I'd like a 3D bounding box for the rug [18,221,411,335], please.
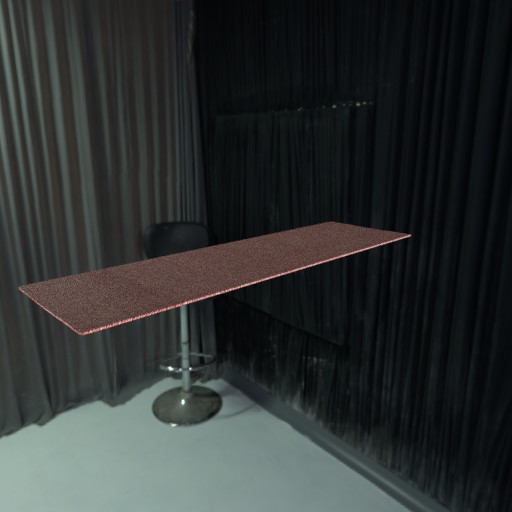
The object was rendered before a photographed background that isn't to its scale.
[{"bbox_3d":[0.000,0.000,2.516,2.307,0.012,0.687,-14,20,-42],"label":"rug"}]
